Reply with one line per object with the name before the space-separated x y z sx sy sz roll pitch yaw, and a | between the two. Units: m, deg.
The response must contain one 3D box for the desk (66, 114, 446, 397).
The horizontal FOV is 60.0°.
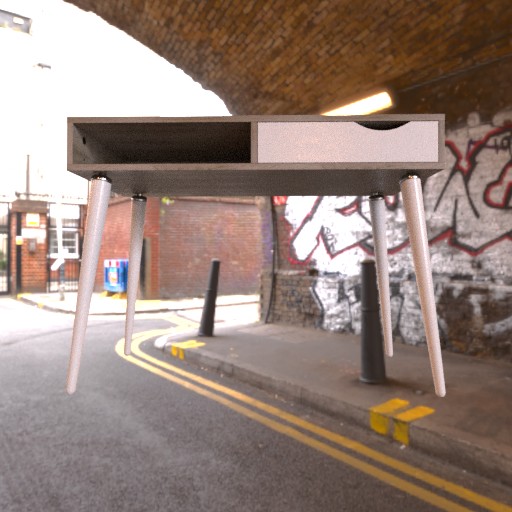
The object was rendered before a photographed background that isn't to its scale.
desk | 0.000 0.000 1.378 0.979 0.723 0.491 0 -1 1
